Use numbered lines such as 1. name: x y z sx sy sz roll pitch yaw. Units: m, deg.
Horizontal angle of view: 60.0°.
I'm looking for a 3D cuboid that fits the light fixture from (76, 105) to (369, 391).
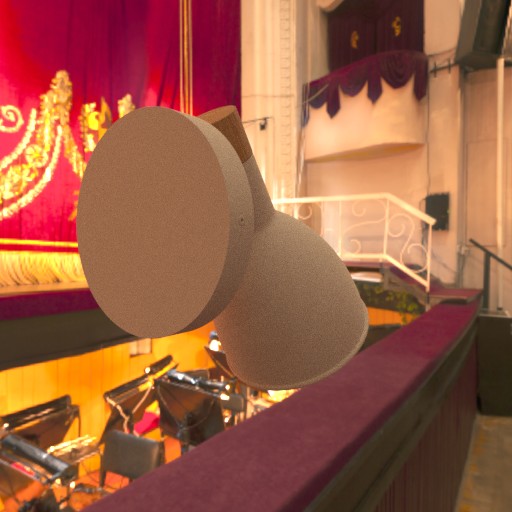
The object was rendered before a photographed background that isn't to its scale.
1. light fixture: 0.000 0.000 0.324 0.127 0.199 0.209 1 2 37
